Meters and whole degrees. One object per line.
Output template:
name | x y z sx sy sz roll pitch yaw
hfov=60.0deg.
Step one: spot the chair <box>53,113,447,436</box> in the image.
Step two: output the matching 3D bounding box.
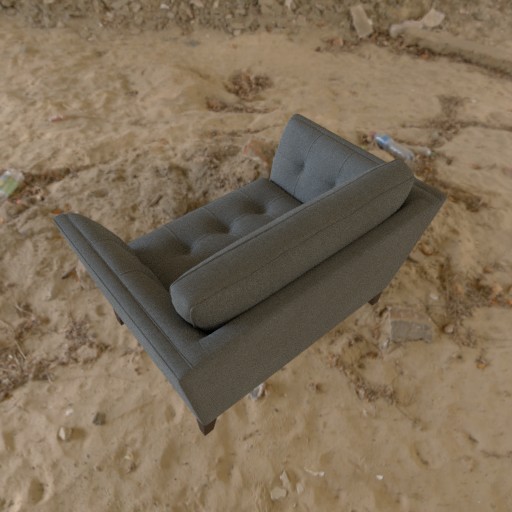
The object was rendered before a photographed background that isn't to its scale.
chair | 0.000 0.000 2.093 1.396 0.942 0.965 -31 53 -27
